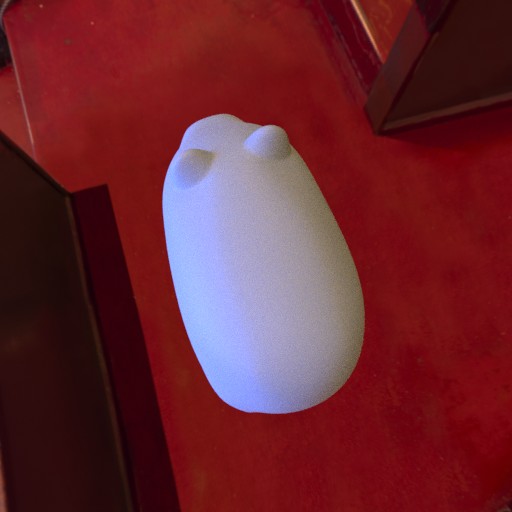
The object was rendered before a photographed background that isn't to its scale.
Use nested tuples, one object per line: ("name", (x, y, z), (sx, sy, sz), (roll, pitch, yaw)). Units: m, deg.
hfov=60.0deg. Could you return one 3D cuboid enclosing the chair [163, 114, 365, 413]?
("chair", (0.000, 0.000, 0.877), (0.364, 0.423, 0.619), (-18, 76, -5))
